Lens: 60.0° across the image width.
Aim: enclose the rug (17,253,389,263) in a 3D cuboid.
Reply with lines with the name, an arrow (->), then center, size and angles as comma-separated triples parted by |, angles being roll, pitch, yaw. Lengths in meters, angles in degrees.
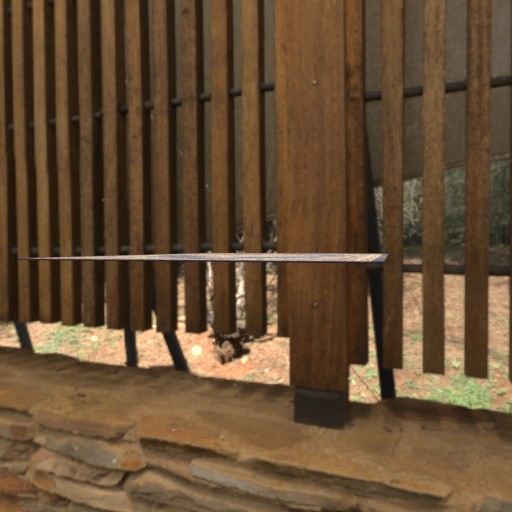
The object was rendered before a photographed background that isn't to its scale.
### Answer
rug -> 0.000, 0.000, 2.857 | 1.630, 0.009, 2.232 | 0, 1, 17
